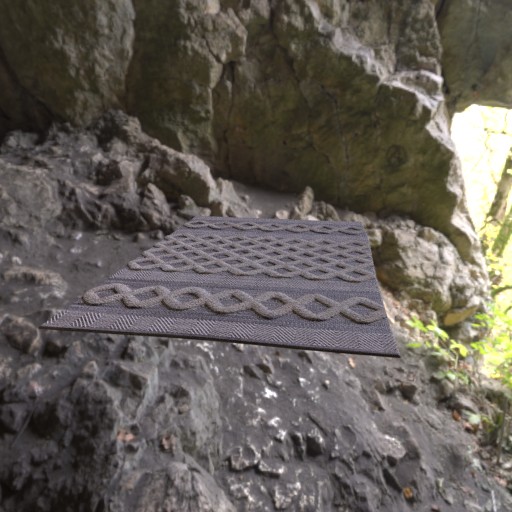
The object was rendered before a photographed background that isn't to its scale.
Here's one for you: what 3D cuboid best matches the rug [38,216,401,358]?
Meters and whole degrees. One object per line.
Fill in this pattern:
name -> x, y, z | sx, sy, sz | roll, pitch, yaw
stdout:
rug -> 0.000, 0.000, 2.881 | 1.513, 0.033, 2.333 | 3, 17, 9
